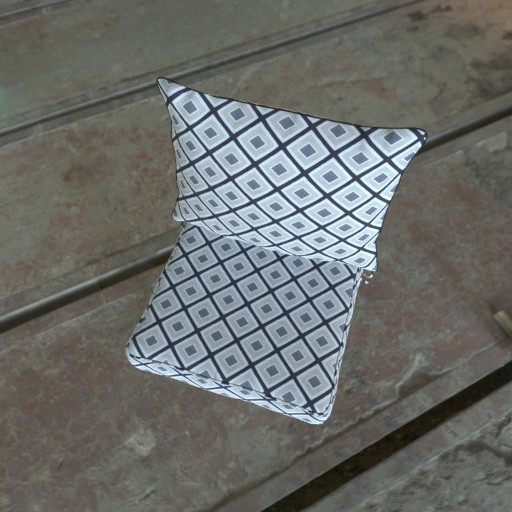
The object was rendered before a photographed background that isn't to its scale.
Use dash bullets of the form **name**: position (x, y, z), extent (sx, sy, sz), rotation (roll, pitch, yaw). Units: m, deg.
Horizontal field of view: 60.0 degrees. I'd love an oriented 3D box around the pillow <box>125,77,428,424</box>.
- **pillow**: position (0.000, 0.000, 1.365), extent (0.798, 0.722, 0.733), rotation (15, 60, 9)
